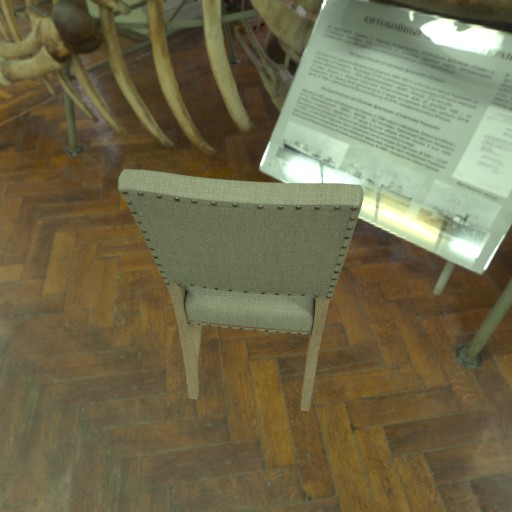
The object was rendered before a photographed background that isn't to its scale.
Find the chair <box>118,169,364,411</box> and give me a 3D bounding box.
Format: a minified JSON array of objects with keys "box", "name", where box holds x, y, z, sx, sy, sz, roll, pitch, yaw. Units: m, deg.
[{"box":[0.000,0.000,1.326,0.508,0.986,0.622,5,48,4],"name":"chair"}]
